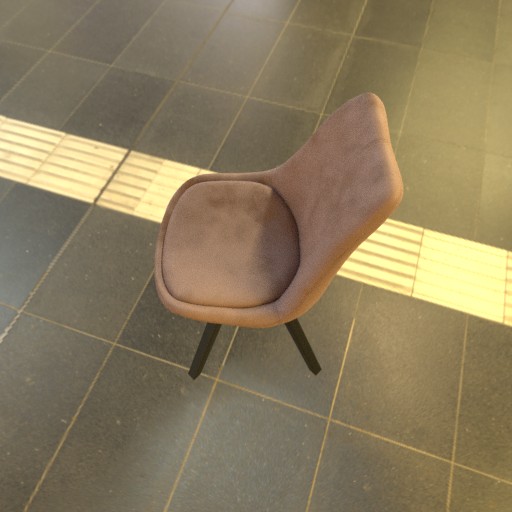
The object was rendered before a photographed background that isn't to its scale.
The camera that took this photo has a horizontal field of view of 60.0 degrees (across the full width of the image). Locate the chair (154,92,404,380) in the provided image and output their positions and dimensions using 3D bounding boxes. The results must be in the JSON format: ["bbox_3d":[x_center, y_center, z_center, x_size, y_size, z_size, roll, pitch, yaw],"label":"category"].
[{"bbox_3d":[0.000,0.000,1.232,0.547,0.865,0.483,0,58,0],"label":"chair"}]
